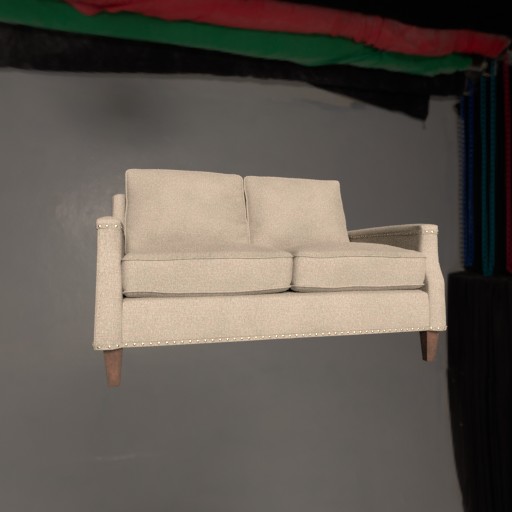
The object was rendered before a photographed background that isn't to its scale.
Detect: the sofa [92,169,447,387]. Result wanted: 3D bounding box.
[{"bbox_3d":[0.000,0.000,2.377,1.597,1.003,1.084,0,0,-17],"label":"sofa"}]
